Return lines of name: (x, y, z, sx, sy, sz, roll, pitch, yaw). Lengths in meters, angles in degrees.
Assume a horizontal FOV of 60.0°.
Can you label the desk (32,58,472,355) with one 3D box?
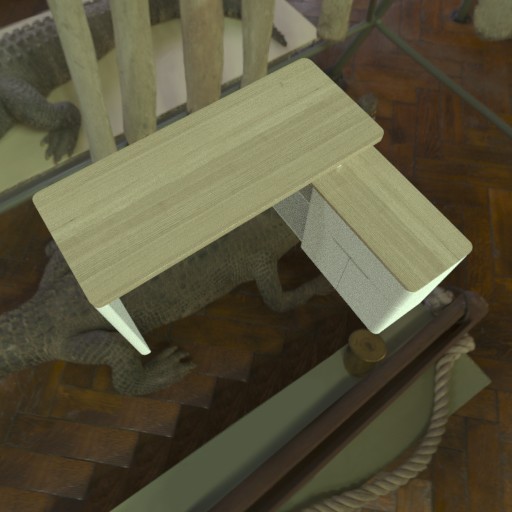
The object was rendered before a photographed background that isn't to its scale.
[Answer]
desk: (0.000, 0.000, 2.092, 1.400, 0.770, 1.175, -32, 68, -14)
